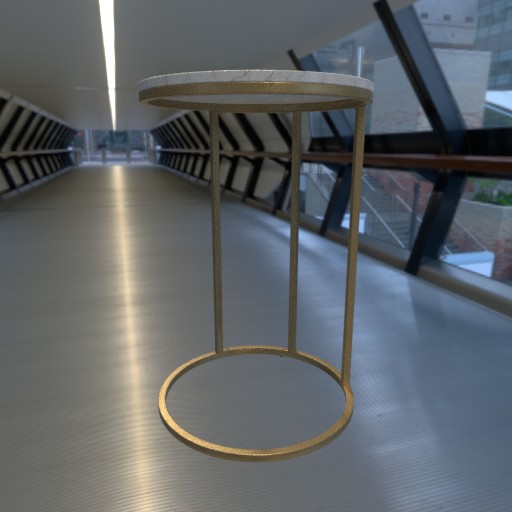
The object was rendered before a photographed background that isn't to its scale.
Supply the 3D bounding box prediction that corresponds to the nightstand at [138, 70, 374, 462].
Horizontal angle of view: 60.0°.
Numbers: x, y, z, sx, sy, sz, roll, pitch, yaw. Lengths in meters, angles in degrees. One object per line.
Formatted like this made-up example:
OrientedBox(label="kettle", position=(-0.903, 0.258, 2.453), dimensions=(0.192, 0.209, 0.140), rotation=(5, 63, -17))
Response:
OrientedBox(label="nightstand", position=(0.000, 0.000, 0.853), dimensions=(0.400, 0.610, 0.400), rotation=(7, 16, 26))
